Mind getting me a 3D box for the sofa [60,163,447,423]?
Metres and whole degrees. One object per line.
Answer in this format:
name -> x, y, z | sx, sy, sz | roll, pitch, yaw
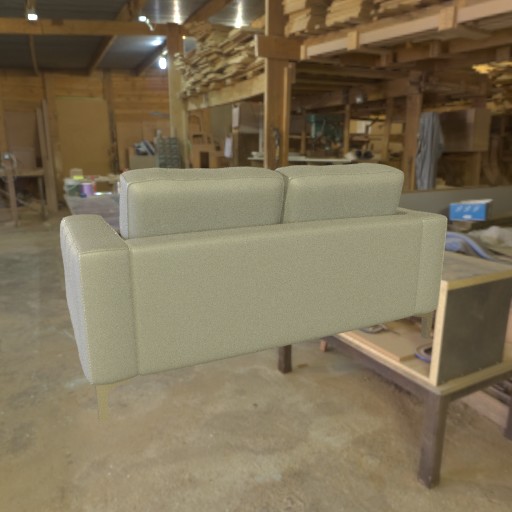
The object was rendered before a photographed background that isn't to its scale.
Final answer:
sofa -> 0.000, 0.000, 2.185 | 1.726, 0.893, 0.833 | -7, 16, -25
